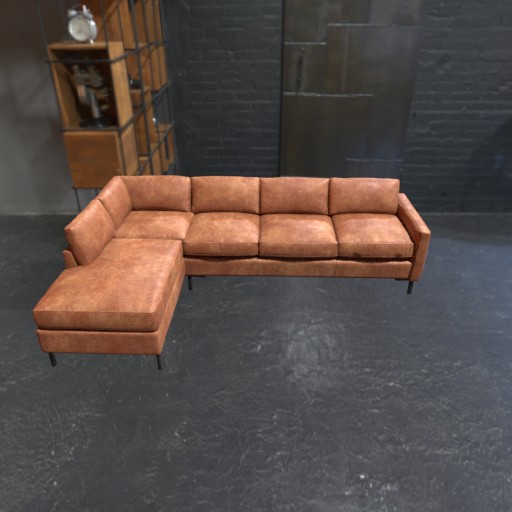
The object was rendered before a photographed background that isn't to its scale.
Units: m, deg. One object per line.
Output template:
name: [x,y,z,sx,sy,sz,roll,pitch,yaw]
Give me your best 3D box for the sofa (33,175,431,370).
sofa: [0.000,0.000,3.797,2.984,0.877,1.938,1,29,2]
